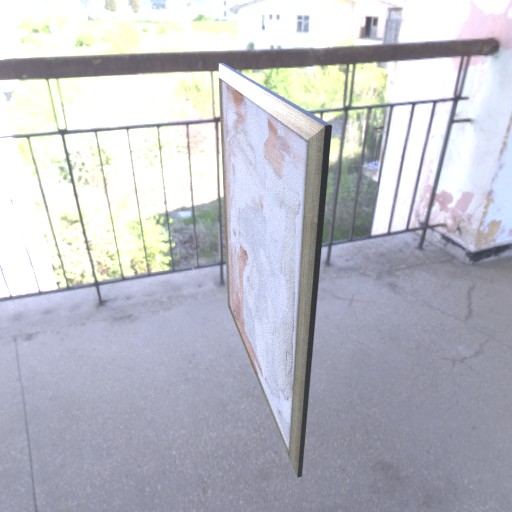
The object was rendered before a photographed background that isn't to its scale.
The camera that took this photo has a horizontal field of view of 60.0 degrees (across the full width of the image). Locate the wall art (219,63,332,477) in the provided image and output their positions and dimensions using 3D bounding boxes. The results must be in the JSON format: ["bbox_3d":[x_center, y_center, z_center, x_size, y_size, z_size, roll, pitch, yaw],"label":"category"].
[{"bbox_3d":[0.000,0.000,0.903,0.018,0.660,0.559,-9,32,-14],"label":"wall art"}]
